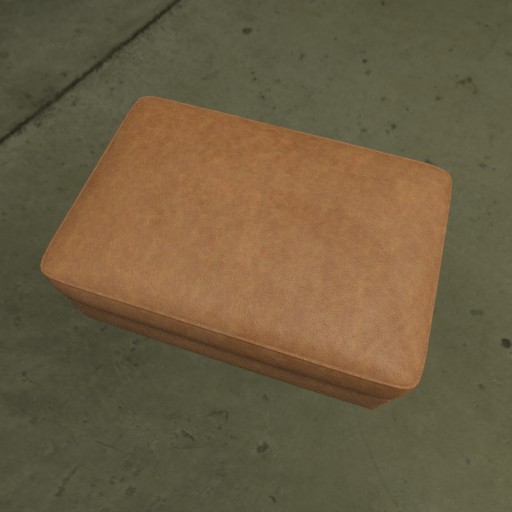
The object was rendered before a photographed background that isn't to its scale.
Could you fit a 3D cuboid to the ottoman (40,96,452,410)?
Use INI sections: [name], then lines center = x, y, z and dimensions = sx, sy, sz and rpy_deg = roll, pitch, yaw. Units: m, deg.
[ottoman]
center = 0.000, 0.000, 1.193
dimensions = 0.864, 0.483, 0.584
rpy_deg = 16, 65, 8
